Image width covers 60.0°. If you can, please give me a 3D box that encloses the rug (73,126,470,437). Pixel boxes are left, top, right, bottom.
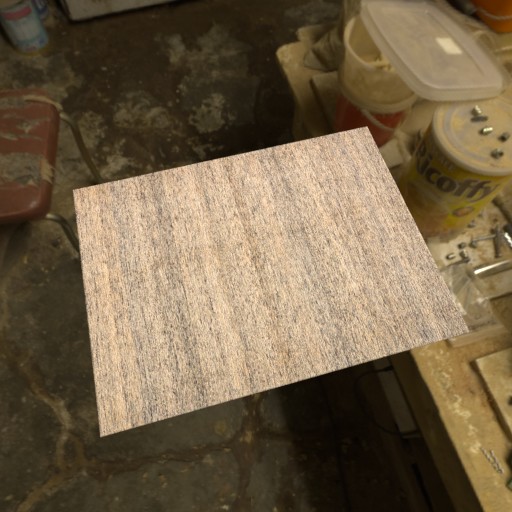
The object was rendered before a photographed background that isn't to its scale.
[{"bbox_3d":[0.000,0.000,4.182,3.199,0.036,2.414,-14,65,-7],"label":"rug"}]
